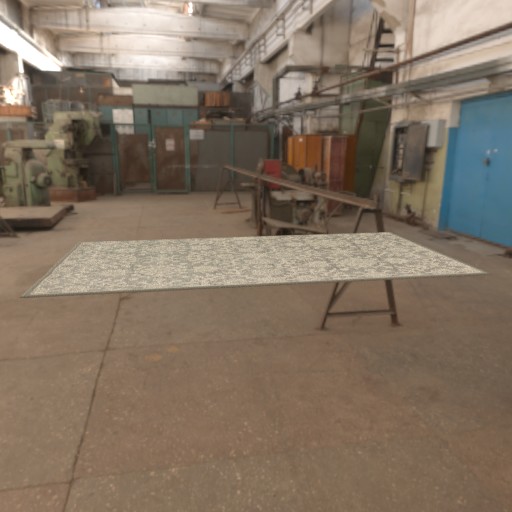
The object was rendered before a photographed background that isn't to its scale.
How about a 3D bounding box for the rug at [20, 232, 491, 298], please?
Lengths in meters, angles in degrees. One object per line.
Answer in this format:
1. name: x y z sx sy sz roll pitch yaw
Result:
1. rug: 0.000 0.000 3.566 3.048 0.011 1.546 -2 14 -9
